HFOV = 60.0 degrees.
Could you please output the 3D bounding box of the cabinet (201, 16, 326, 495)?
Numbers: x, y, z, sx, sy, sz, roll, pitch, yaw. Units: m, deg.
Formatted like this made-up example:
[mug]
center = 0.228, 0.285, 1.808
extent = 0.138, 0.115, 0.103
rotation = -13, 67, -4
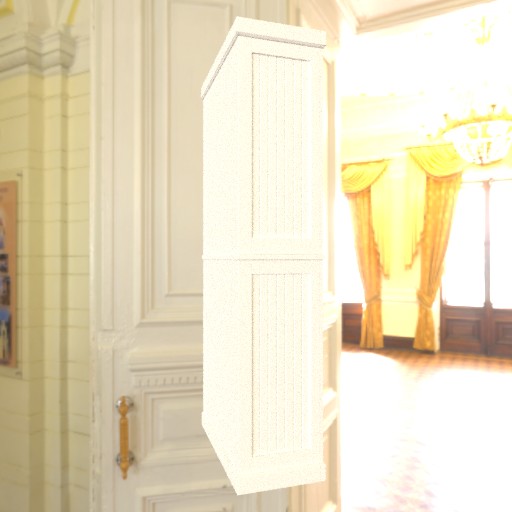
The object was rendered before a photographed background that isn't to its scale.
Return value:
[cabinet]
center = 0.000, 0.000, 2.108
extent = 0.390, 1.829, 0.754
rotation = 0, 0, -17
